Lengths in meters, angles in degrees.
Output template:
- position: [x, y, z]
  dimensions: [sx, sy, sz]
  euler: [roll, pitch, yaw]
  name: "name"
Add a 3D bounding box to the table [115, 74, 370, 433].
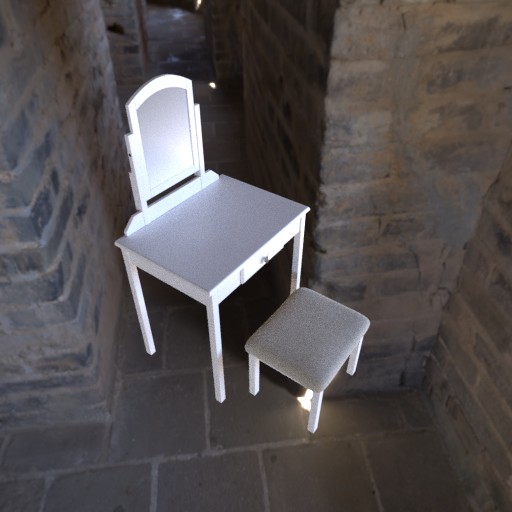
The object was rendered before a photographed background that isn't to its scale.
- position: [0.000, 0.000, 2.345]
  dimensions: [1.211, 1.631, 0.876]
  euler: [25, 46, 27]
  name: "table"
